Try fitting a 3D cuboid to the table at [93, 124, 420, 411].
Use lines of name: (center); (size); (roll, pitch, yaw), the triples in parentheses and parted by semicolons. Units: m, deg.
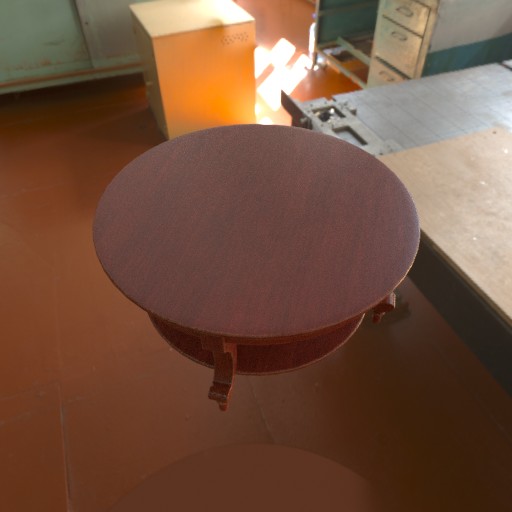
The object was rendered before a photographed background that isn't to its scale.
table: (0.000, 0.000, 1.601); (1.029, 0.486, 1.029); (0, 45, 0)
